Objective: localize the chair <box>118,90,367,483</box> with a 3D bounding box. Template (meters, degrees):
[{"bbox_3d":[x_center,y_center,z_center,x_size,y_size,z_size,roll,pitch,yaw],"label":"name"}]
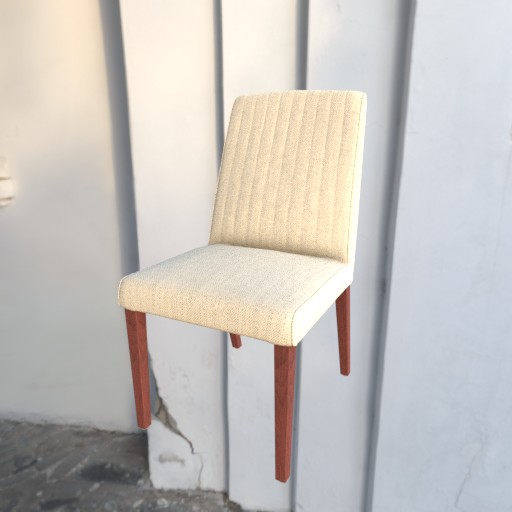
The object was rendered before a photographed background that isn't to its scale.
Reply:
[{"bbox_3d":[0.000,0.000,1.230,0.480,0.900,0.594,8,18,26],"label":"chair"}]
